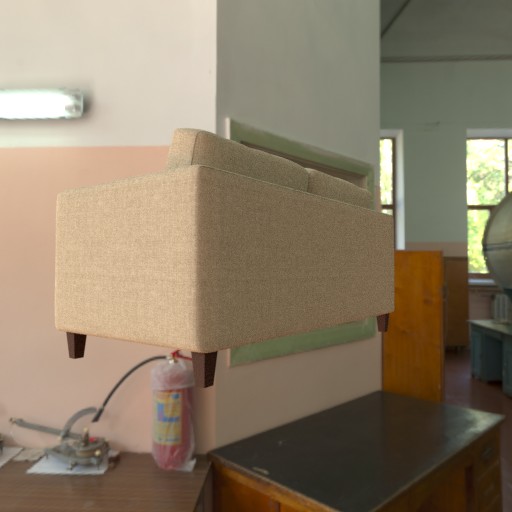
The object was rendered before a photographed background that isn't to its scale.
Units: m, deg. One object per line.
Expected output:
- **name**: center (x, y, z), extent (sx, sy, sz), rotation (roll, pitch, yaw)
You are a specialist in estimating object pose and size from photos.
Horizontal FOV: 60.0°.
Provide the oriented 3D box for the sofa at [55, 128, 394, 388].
- **sofa**: center (0.000, 0.000, 2.491), extent (0.950, 0.963, 1.884), rotation (-1, -2, 37)
